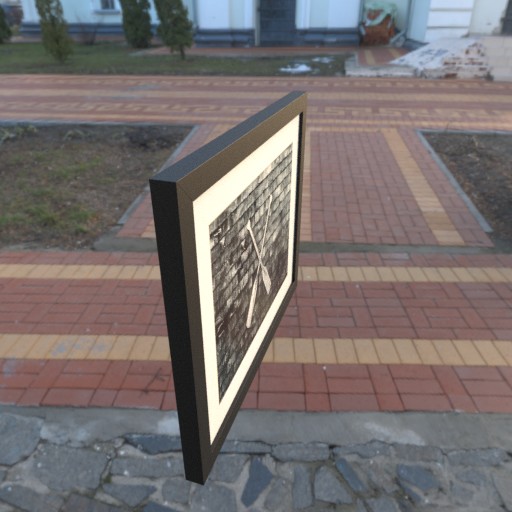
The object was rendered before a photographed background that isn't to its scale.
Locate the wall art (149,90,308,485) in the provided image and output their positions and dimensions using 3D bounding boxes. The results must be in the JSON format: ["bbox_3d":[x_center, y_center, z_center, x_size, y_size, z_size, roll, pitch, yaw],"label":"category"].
[{"bbox_3d":[0.000,0.000,0.761,0.029,0.457,0.558,9,30,16],"label":"wall art"}]
